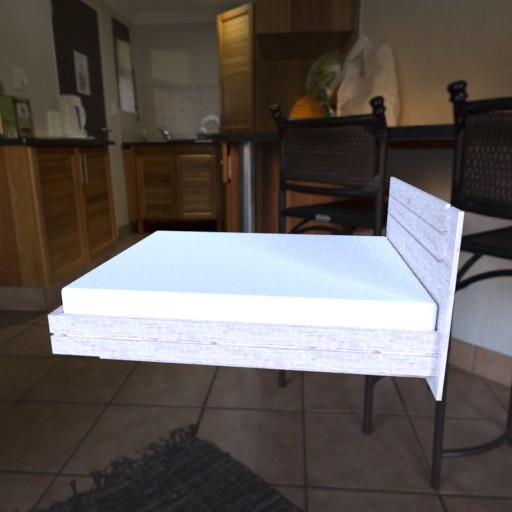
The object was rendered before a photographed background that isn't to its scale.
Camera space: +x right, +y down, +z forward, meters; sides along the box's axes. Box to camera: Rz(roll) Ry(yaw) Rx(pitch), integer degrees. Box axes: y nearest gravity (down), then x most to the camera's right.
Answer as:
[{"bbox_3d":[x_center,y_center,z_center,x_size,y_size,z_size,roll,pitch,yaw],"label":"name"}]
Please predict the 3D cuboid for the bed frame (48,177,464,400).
[{"bbox_3d":[0.000,0.000,3.055,2.080,0.970,1.750,2,15,7],"label":"bed frame"}]
